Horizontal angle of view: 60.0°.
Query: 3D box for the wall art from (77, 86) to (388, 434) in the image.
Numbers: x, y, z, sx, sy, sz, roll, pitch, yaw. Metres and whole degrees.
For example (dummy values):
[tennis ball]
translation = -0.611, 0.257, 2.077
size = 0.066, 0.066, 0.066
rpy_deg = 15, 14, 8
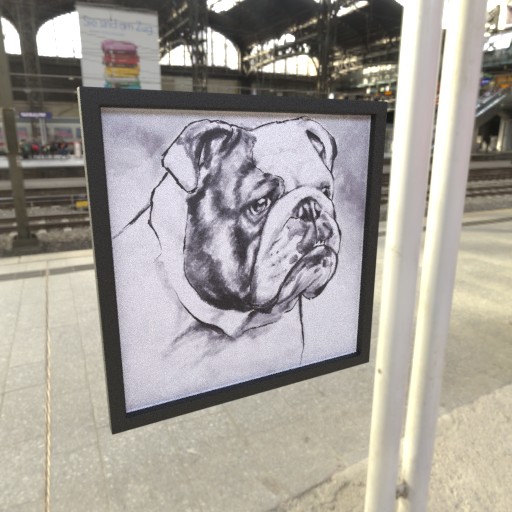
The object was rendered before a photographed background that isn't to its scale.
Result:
[wall art]
translation = 0.000, 0.000, 0.663
size = 0.456, 0.453, 0.022
rpy_deg = -7, 16, -26
